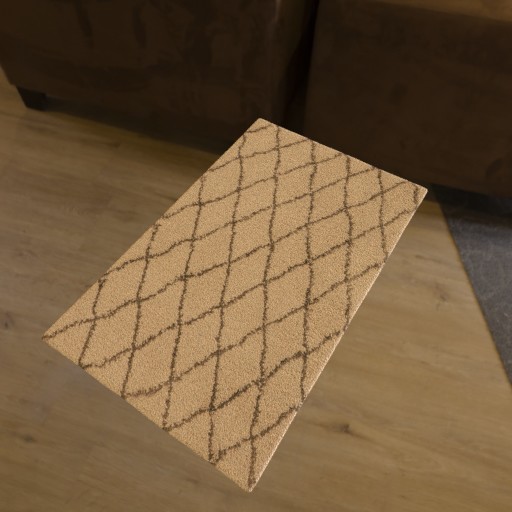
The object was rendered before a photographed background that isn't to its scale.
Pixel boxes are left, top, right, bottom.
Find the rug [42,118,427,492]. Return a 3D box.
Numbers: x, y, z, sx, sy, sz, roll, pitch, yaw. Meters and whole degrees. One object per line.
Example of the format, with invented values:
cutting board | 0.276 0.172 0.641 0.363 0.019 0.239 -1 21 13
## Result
rug | 0.000 0.000 3.021 1.524 0.030 2.438 28 60 18
